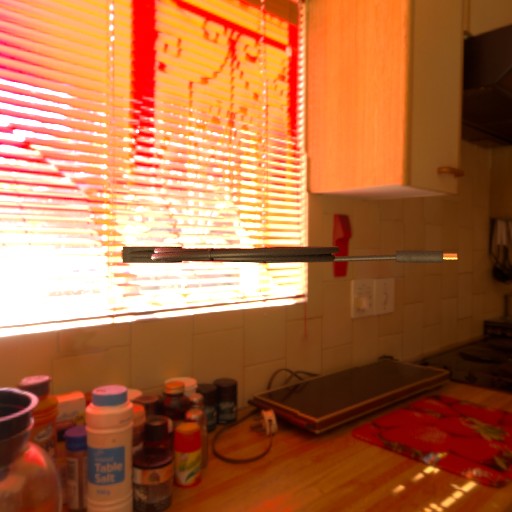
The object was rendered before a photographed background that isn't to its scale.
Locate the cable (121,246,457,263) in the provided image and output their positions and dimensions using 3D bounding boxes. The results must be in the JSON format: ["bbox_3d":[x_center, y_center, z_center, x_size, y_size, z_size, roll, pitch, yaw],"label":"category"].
[{"bbox_3d":[0.000,0.000,0.326,0.281,0.015,0.136,0,1,18],"label":"cable"}]
